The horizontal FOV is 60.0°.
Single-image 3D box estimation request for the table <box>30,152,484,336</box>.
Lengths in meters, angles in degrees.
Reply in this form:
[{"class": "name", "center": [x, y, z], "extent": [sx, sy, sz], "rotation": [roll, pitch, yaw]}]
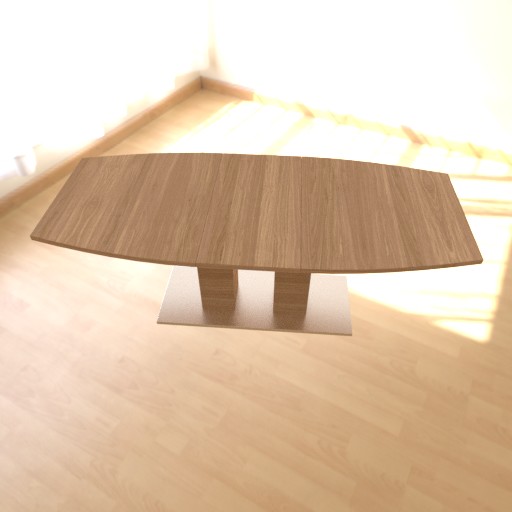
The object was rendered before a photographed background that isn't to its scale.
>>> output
[{"class": "table", "center": [0.000, 0.000, 2.476], "extent": [2.032, 0.750, 0.900], "rotation": [3, 44, 3]}]
